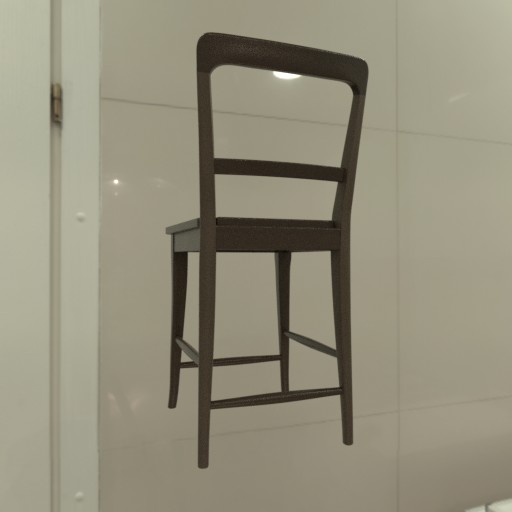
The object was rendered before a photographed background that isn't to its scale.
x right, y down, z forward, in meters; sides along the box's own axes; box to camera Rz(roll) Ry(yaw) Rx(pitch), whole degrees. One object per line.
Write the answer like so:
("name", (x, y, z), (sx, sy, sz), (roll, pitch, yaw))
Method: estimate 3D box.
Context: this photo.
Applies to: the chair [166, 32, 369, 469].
("chair", (0.000, 0.000, 1.274), (0.450, 0.991, 0.546), (0, 0, -19))
